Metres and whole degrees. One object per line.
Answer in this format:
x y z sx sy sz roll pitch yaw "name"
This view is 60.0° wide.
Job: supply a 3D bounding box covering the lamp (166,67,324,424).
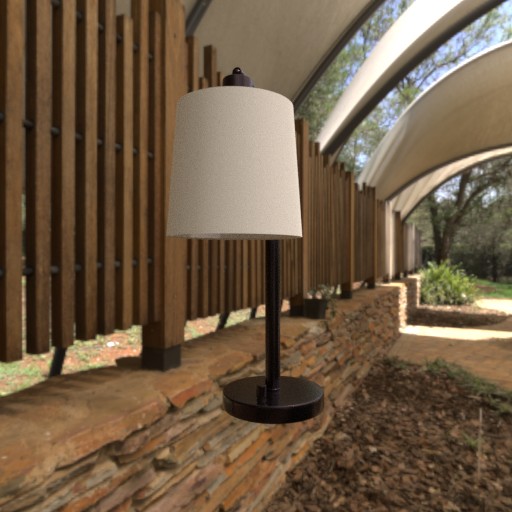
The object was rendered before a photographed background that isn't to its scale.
0.000 0.000 0.642 0.171 0.489 0.333 0 0 20 "lamp"
